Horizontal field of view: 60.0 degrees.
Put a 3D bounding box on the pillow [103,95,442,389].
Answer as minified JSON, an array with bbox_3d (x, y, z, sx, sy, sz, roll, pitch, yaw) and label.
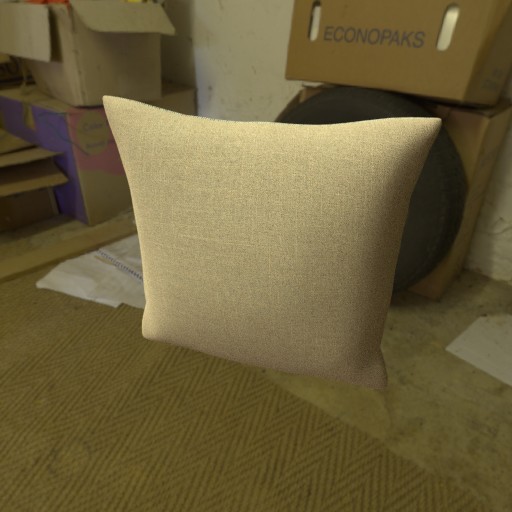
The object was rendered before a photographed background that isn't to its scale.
[{"bbox_3d":[0.000,0.000,0.767,0.512,0.506,0.178,9,32,14],"label":"pillow"}]
